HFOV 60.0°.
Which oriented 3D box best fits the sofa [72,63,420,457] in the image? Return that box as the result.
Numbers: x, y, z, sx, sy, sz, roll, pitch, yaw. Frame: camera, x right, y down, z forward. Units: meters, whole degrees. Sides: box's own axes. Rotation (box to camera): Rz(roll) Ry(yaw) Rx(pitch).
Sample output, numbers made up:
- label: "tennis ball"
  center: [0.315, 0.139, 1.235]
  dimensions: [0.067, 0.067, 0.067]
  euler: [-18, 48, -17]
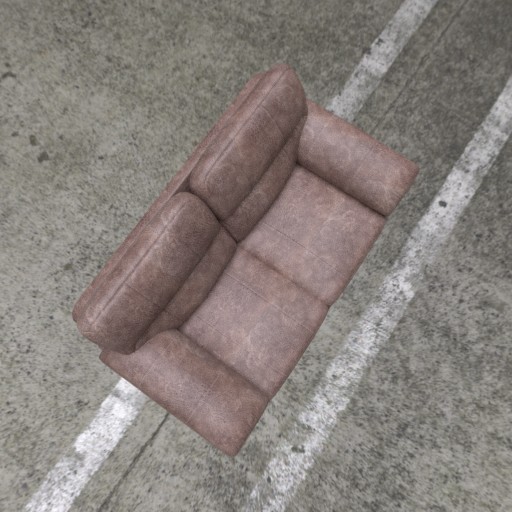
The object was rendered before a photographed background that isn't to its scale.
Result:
- label: "sofa"
  center: [0.000, 0.000, 2.358]
  dimensions: [0.991, 0.991, 1.753]
  euler: [34, 79, 7]
